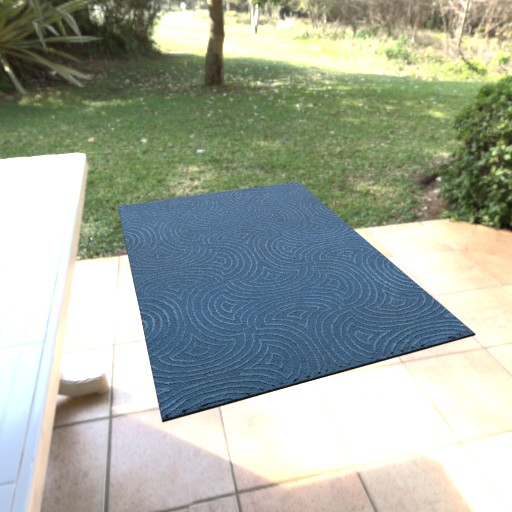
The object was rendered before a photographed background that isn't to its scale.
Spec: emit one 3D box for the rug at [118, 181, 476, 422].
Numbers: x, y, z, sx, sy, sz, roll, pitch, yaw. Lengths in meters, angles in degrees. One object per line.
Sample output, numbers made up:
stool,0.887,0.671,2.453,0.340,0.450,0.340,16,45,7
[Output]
rug,0.000,0.000,2.831,1.543,0.015,2.144,-10,33,-17
